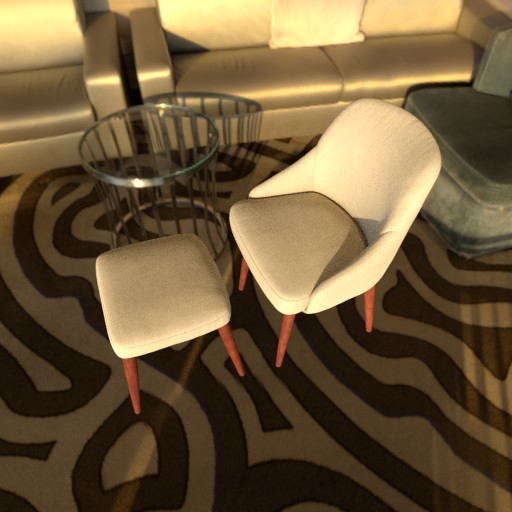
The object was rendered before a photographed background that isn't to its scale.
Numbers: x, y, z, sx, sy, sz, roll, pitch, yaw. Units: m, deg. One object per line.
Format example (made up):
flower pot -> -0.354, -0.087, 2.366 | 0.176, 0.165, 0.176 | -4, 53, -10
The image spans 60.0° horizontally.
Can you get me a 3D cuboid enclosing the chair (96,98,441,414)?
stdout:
chair -> 0.000, 0.000, 1.593 | 1.114, 0.866, 0.584 | -16, 48, -15
